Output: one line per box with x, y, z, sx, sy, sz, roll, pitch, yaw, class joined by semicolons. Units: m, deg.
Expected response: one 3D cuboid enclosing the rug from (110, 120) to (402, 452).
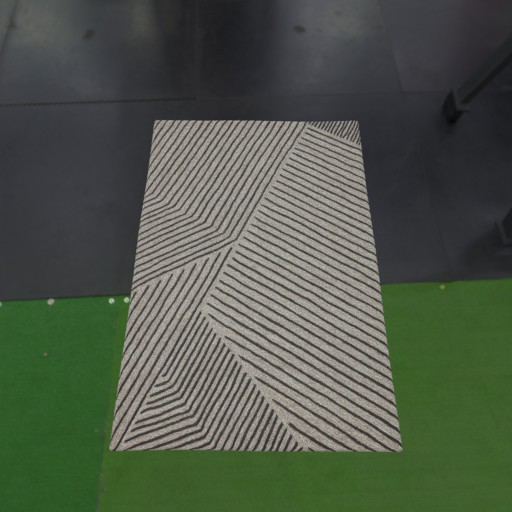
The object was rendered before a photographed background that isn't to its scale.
0.000;0.000;2.278;1.237;0.019;1.842;0;63;0;rug
